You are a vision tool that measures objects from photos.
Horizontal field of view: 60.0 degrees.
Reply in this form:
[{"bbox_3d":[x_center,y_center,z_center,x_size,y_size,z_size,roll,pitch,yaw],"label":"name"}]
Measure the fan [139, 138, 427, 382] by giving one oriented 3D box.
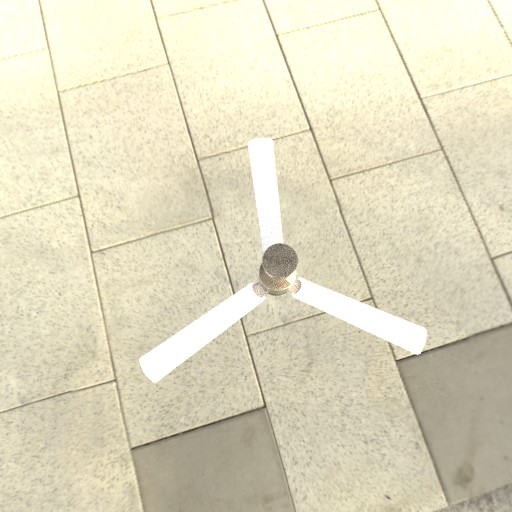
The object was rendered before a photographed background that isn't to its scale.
[{"bbox_3d":[0.000,0.000,2.376,1.561,0.446,1.531,-18,76,-5],"label":"fan"}]
